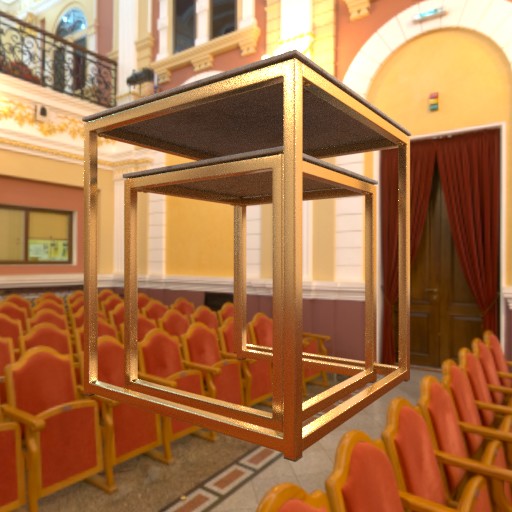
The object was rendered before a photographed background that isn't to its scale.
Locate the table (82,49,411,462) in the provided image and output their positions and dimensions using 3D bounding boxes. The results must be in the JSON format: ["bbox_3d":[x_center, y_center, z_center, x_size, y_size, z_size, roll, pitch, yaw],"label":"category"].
[{"bbox_3d":[0.000,0.000,0.848,0.450,0.500,0.450,0,0,36],"label":"table"}]
